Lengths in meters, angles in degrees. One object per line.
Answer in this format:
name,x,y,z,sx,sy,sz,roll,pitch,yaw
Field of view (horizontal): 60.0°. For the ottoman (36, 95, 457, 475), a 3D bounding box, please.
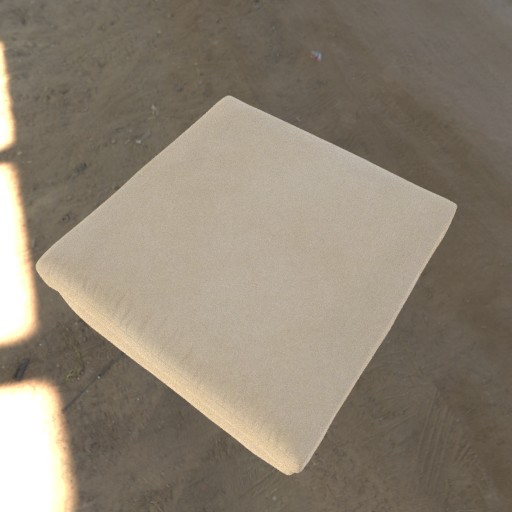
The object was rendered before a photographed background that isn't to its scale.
ottoman,0.000,0.000,1.831,1.190,0.522,1.205,31,63,18
